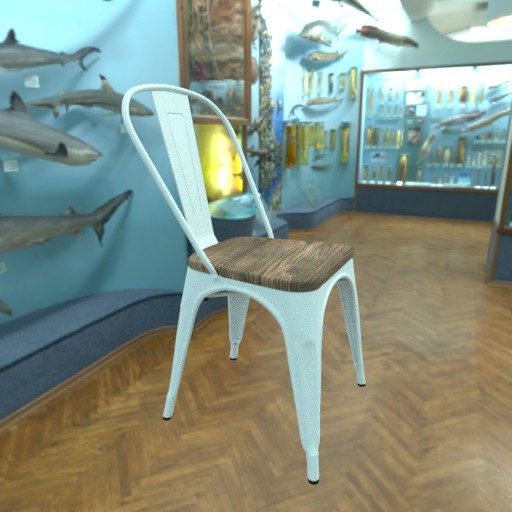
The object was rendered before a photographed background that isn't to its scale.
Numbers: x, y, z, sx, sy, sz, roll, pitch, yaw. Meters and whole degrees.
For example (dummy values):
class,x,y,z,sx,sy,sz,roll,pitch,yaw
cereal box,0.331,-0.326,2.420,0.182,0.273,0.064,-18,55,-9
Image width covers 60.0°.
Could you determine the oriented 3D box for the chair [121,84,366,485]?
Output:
class,x,y,z,sx,sy,sz,roll,pitch,yaw
chair,0.000,0.000,1.146,0.521,0.851,0.452,8,17,26
